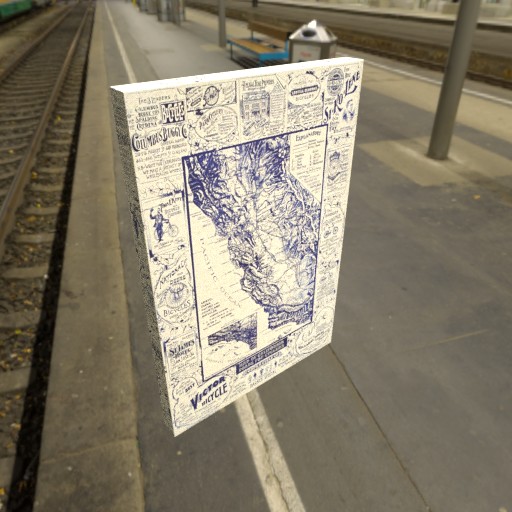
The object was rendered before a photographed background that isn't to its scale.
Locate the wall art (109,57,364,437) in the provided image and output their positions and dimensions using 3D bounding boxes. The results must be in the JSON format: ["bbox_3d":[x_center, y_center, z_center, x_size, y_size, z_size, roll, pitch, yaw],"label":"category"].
[{"bbox_3d":[0.000,0.000,0.482,0.255,0.376,0.025,-22,38,-32],"label":"wall art"}]
